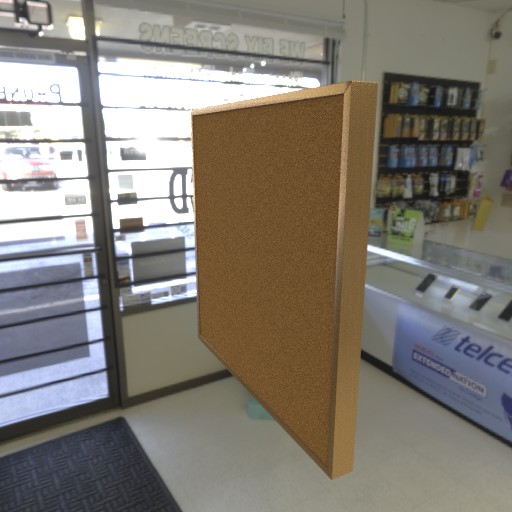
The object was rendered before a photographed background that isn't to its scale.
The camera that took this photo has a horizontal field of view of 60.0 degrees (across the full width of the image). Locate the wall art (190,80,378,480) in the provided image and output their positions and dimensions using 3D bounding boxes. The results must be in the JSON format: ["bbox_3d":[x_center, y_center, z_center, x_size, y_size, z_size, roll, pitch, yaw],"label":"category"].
[{"bbox_3d":[0.000,0.000,0.758,0.037,0.505,0.505,-8,16,-27],"label":"wall art"}]
